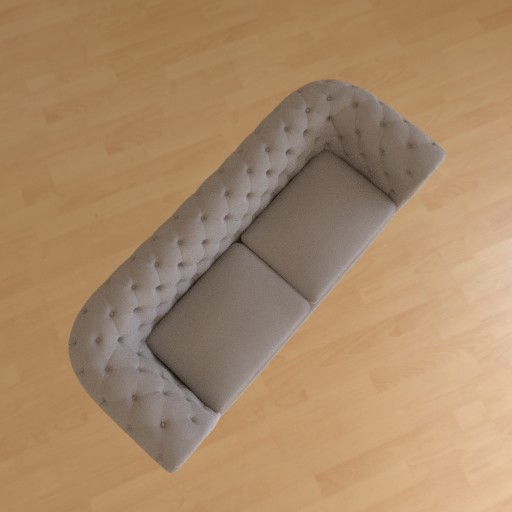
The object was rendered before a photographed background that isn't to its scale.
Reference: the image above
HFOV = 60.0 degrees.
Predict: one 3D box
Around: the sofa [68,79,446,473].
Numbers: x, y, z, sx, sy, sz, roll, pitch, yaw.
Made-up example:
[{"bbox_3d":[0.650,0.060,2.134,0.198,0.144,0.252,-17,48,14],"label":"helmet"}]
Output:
[{"bbox_3d":[0.000,0.000,2.777,0.991,0.749,2.411,41,80,9],"label":"sofa"}]
